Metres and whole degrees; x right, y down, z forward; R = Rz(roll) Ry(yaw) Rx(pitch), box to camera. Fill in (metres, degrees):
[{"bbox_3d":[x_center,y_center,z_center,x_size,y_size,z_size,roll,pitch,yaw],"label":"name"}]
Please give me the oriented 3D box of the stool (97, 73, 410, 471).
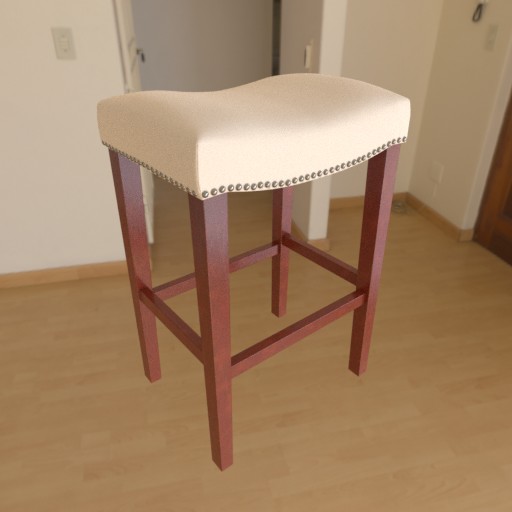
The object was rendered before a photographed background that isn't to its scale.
[{"bbox_3d":[0.000,0.000,1.022,0.504,0.742,0.372,-22,36,-33],"label":"stool"}]
